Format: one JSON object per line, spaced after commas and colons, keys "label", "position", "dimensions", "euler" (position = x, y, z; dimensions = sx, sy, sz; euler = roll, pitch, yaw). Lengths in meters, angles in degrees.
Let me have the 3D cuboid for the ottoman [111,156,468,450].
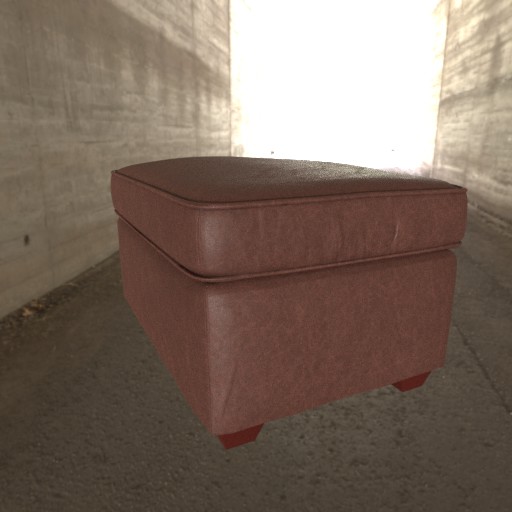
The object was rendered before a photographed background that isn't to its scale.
{"label": "ottoman", "position": [0.000, 0.000, 1.047], "dimensions": [0.548, 0.449, 0.749], "euler": [-7, 17, -25]}
